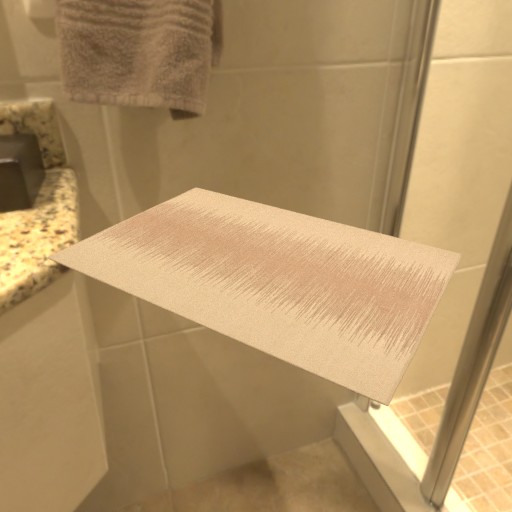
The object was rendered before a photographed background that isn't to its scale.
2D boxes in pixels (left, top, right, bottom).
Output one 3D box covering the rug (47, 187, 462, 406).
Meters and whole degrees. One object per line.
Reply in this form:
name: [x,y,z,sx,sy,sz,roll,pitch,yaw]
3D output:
rug: [0.000,0.000,2.362,1.850,0.006,1.234,18,34,28]
